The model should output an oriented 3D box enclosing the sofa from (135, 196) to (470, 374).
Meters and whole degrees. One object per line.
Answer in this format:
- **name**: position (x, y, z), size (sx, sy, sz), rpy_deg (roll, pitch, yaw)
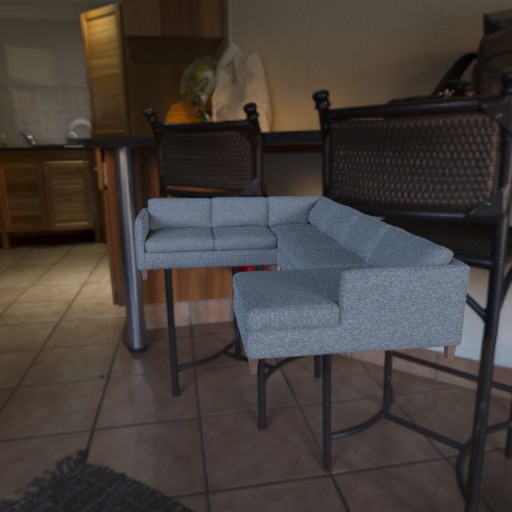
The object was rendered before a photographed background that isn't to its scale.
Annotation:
- **sofa**: position (0.000, 0.000, 4.444), size (2.551, 0.853, 3.238), rpy_deg (-2, 15, -8)
